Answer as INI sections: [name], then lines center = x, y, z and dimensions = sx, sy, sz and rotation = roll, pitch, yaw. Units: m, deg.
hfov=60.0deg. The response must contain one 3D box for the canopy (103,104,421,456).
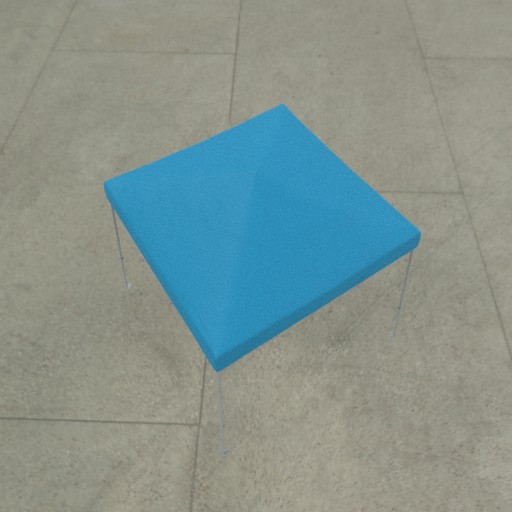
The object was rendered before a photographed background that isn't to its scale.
[canopy]
center = 0.000, 0.000, 6.668
dimensions = 3.599, 3.600, 3.600
rotation = -29, 61, -18
